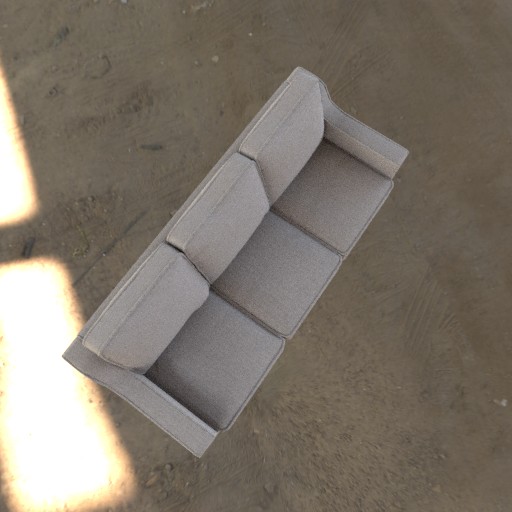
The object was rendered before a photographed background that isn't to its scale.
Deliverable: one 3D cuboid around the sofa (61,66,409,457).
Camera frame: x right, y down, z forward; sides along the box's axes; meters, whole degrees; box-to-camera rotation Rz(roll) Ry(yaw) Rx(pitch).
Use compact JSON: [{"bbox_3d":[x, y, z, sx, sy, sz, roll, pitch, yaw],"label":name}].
[{"bbox_3d":[0.000,0.000,2.662,0.899,0.950,2.129,34,76,10],"label":"sofa"}]
